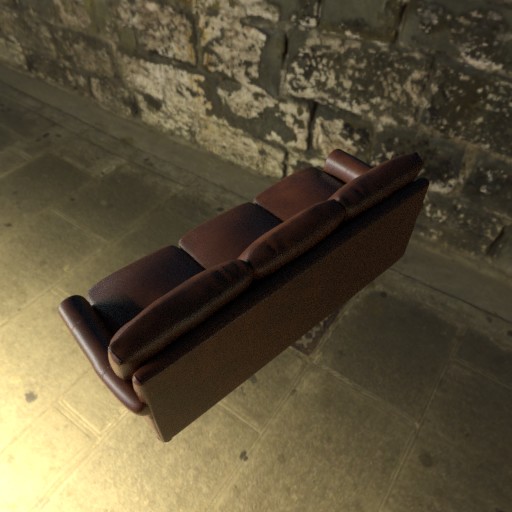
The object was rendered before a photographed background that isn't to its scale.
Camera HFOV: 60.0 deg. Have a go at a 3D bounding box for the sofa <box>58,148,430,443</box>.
[{"bbox_3d":[0.000,0.000,2.867,2.351,0.977,0.973,-32,55,-26],"label":"sofa"}]
